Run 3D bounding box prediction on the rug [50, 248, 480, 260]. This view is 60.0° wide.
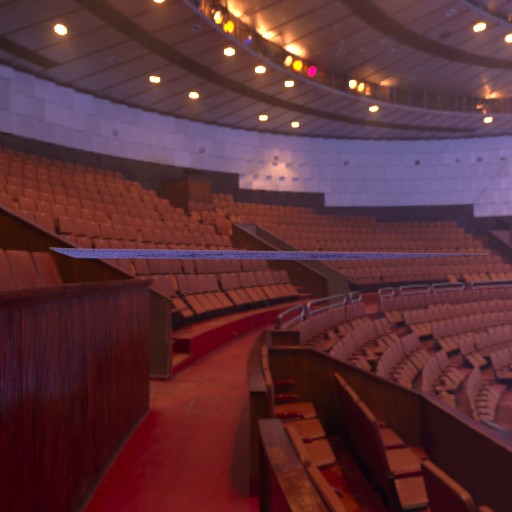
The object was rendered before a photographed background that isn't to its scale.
[{"bbox_3d":[0.000,0.000,2.287,1.813,0.008,1.223,1,-2,-18],"label":"rug"}]
